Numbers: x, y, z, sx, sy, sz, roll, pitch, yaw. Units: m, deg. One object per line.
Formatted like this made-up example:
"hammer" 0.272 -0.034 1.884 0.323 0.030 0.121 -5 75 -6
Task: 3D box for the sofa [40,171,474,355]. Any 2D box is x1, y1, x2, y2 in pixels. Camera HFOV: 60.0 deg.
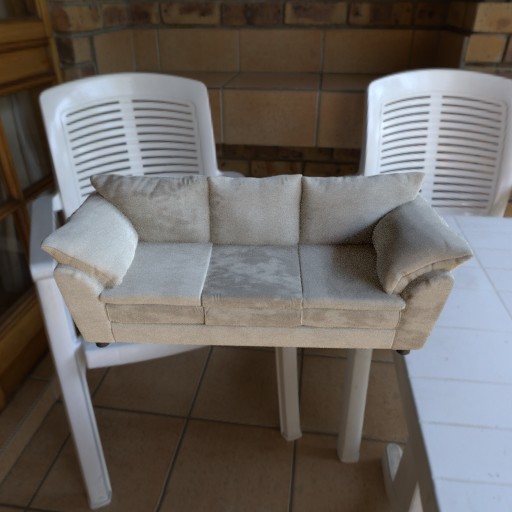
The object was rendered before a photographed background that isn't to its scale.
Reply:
"sofa" 0.000 0.000 2.886 2.377 0.981 0.893 1 31 2
